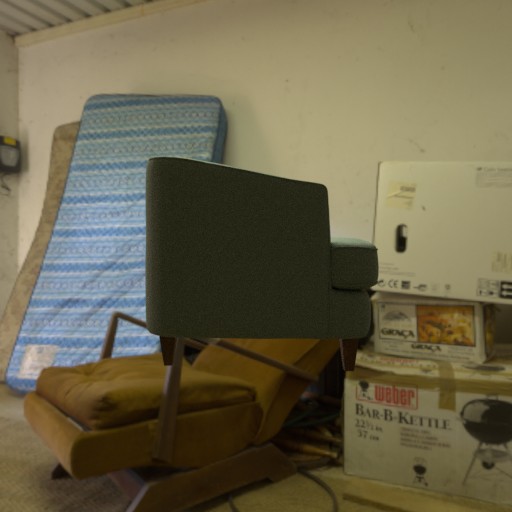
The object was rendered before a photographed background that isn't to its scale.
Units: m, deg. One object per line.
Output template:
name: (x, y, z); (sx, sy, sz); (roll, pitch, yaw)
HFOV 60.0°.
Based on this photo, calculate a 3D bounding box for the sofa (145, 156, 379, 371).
sofa: (0.000, 0.000, 2.745); (0.941, 0.855, 2.278); (0, 0, 0)
